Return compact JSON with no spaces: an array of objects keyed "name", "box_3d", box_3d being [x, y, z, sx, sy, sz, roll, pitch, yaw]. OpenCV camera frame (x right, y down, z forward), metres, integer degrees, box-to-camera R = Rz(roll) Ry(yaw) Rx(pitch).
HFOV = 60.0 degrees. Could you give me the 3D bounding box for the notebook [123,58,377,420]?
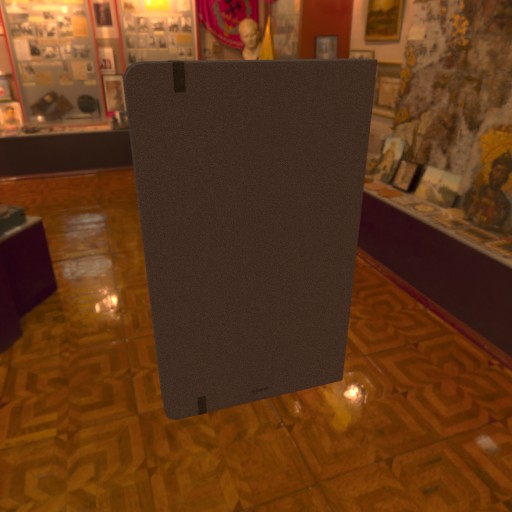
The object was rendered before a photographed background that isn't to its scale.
[{"name":"notebook","box_3d":[0.000,0.000,0.263,0.127,0.213,0.016,-8,27,-16]}]
